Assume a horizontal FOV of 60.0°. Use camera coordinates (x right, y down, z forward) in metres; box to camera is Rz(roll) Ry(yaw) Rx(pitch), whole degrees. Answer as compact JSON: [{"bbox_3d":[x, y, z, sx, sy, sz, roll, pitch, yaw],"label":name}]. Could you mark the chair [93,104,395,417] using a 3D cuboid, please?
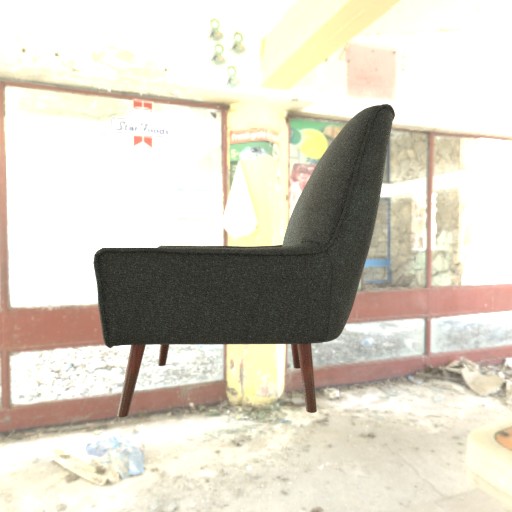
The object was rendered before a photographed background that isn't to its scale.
[{"bbox_3d":[0.000,0.000,1.489,0.859,0.883,0.763,0,2,0],"label":"chair"}]
